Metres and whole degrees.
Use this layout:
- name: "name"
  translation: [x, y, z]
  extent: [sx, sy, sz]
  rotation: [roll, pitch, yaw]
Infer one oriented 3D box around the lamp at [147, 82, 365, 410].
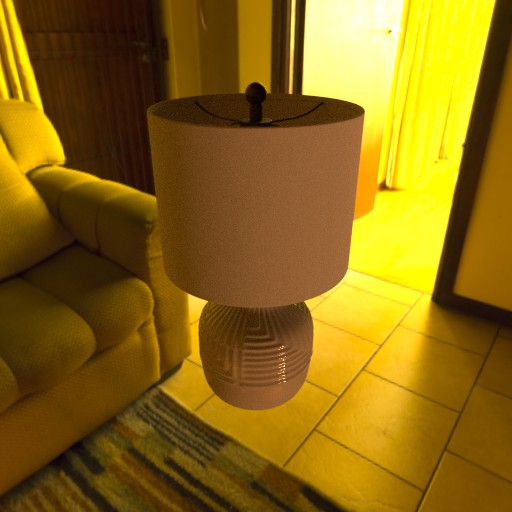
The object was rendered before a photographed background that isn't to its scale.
- name: "lamp"
  translation: [0.000, 0.000, 0.773]
  extent: [0.318, 0.567, 0.318]
  rotation: [0, 27, 0]
